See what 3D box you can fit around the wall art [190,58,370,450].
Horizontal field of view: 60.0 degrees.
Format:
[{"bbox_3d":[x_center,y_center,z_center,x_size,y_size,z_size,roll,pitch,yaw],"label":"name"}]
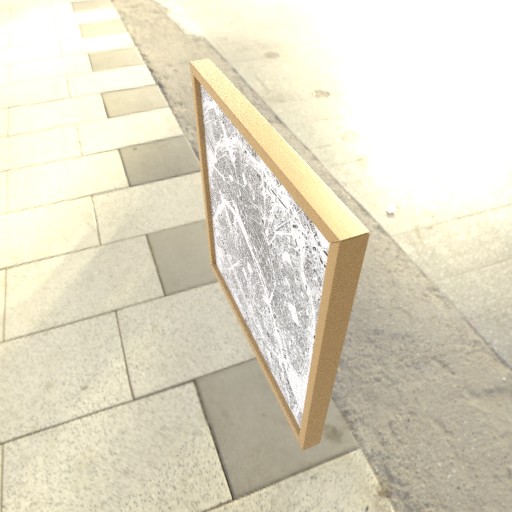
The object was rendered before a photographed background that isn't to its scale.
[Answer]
[{"bbox_3d":[0.000,0.000,0.791,0.036,0.509,0.509,-17,47,-16],"label":"wall art"}]
